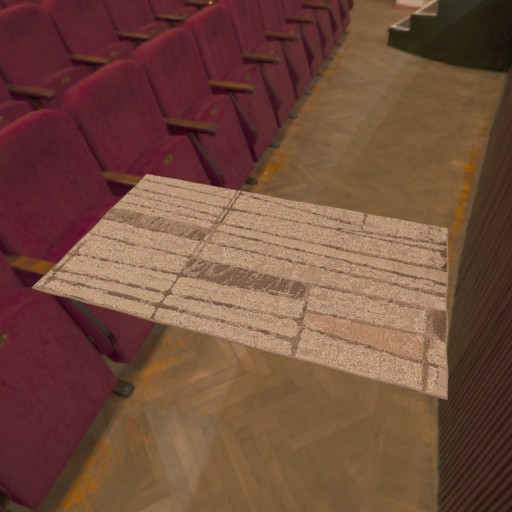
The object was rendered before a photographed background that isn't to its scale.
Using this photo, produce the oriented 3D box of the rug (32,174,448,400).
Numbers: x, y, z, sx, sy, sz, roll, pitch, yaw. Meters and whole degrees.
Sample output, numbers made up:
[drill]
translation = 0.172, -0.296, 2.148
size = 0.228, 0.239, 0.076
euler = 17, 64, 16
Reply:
[rug]
translation = 0.000, 0.000, 1.051
size = 0.867, 0.007, 0.515
euler = 12, 42, 14
